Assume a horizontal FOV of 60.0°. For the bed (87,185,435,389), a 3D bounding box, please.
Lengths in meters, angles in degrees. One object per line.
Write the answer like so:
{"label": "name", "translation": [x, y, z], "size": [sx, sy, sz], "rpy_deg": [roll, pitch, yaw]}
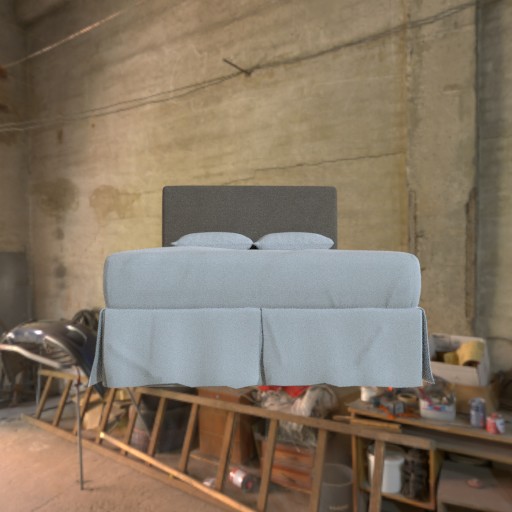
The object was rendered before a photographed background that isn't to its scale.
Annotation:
{"label": "bed", "translation": [0.000, 0.000, 3.202], "size": [1.723, 1.330, 2.142], "rpy_deg": [0, 0, -2]}
